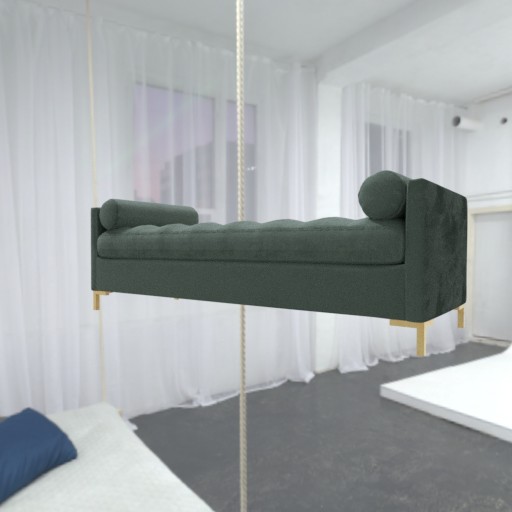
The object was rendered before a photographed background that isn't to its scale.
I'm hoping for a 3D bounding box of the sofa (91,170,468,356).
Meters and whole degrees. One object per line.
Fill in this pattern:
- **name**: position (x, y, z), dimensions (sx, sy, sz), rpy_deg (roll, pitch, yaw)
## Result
- **sofa**: position (0.000, 0.000, 2.530), dimensions (2.102, 0.705, 0.796), rpy_deg (1, 1, 36)
